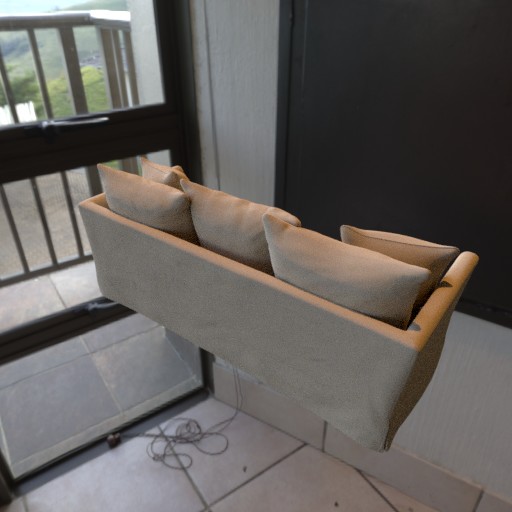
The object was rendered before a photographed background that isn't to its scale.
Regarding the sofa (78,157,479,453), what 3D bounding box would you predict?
[{"bbox_3d":[0.000,0.000,2.977,2.499,1.047,1.046,21,37,31],"label":"sofa"}]
